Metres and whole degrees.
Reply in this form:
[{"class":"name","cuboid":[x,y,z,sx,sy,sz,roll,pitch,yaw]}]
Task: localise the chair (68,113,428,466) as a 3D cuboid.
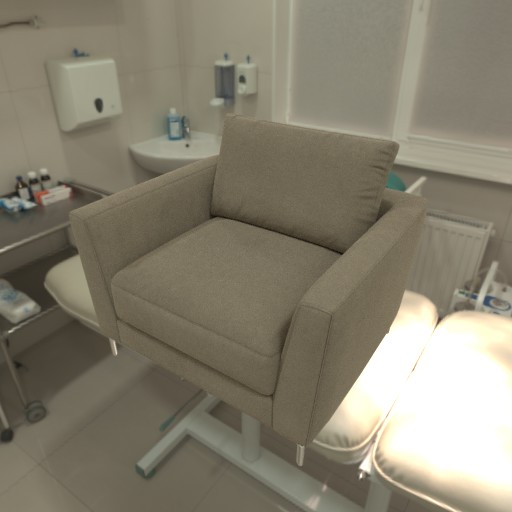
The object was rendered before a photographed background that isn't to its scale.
[{"class":"chair","cuboid":[0.000,0.000,1.688,1.041,0.864,0.889,19,35,29]}]
